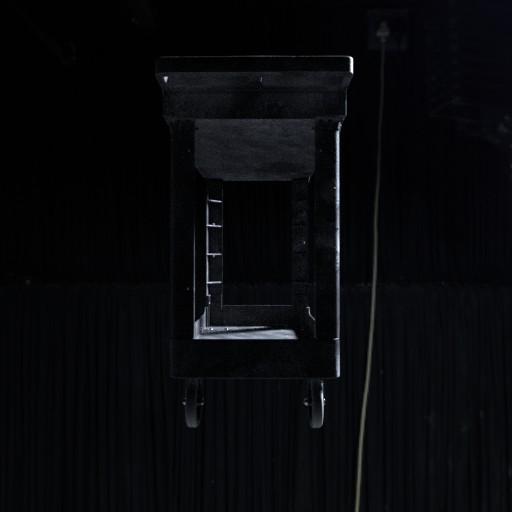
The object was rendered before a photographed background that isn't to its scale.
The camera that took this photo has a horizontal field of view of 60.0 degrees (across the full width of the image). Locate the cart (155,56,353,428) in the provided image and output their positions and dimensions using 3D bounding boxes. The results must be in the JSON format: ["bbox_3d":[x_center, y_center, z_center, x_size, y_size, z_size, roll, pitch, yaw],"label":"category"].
[{"bbox_3d":[0.000,0.000,1.351,0.420,0.824,0.877,0,-1,1],"label":"cart"}]
